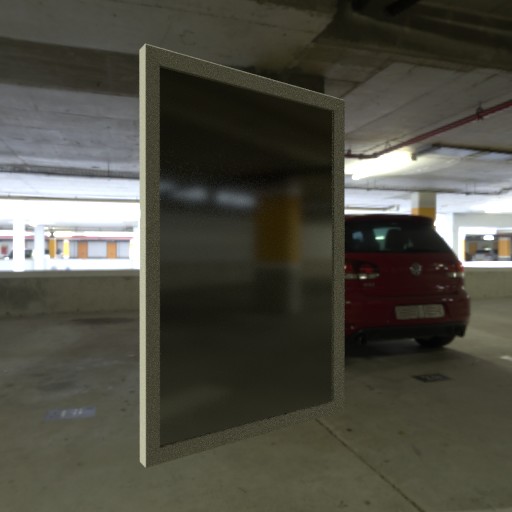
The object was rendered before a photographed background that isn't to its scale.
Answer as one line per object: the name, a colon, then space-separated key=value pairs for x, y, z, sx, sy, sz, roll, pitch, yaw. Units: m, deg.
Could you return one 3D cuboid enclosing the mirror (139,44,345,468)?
mirror: x=0.000 y=0.000 z=1.146 sx=0.609 sy=0.914 sz=0.041 roll=0 pitch=0 yaw=-35
